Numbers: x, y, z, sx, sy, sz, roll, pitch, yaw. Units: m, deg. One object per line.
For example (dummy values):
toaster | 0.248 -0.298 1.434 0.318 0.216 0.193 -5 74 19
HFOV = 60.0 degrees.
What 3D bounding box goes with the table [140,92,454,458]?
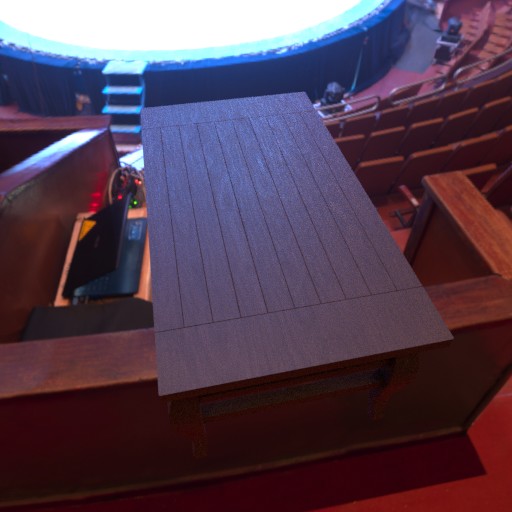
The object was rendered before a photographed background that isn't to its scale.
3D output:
table | 0.000 0.000 1.378 0.600 0.494 1.062 -9 47 -8
